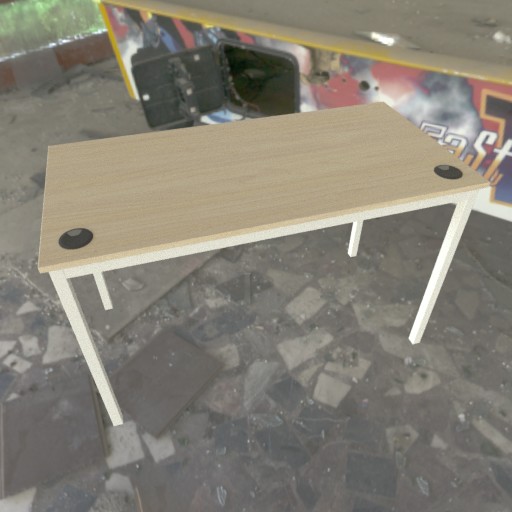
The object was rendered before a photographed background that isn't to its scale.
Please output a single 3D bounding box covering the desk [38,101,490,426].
[{"bbox_3d":[0.000,0.000,1.577,1.200,0.750,0.600,-12,43,-13],"label":"desk"}]
